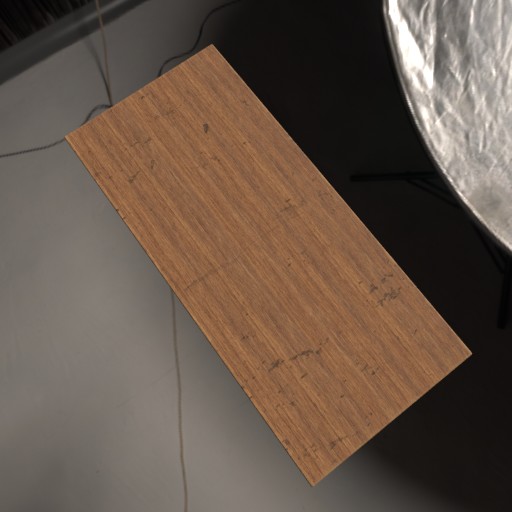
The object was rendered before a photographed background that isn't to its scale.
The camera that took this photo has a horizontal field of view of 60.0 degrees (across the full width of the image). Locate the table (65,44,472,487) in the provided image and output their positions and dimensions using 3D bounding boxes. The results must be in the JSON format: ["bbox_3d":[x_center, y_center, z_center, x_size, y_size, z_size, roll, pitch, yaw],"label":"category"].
[{"bbox_3d":[0.000,0.000,2.668,1.000,0.757,2.200,-36,79,-8],"label":"table"}]
